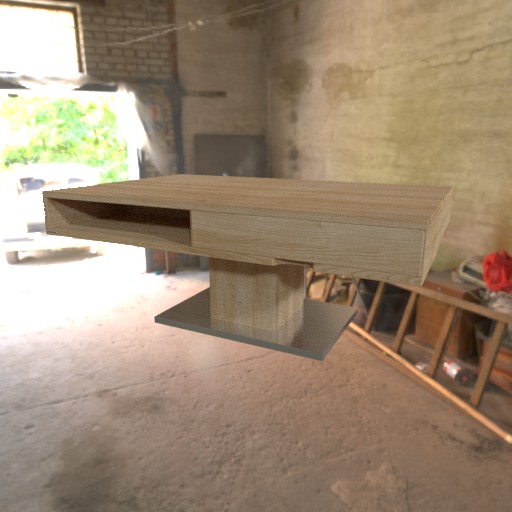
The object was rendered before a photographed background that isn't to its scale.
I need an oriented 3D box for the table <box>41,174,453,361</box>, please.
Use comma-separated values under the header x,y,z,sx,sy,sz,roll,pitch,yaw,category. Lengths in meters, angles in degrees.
x,y,z,sx,sy,sz,roll,pitch,yaw,category
0.000,0.000,1.452,1.100,0.440,0.700,7,17,26,table
